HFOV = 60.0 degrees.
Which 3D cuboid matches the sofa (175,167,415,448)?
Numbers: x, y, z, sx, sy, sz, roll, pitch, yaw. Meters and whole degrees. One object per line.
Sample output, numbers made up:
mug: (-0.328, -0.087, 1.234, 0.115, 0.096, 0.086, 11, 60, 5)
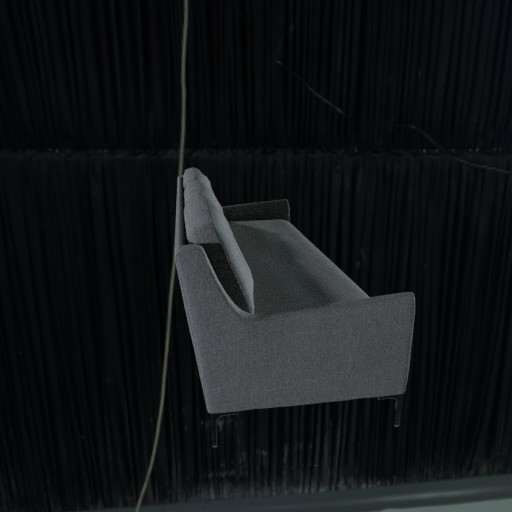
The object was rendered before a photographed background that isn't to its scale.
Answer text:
sofa: (0.000, 0.000, 2.502, 0.849, 0.837, 2.060, -3, 17, -9)
